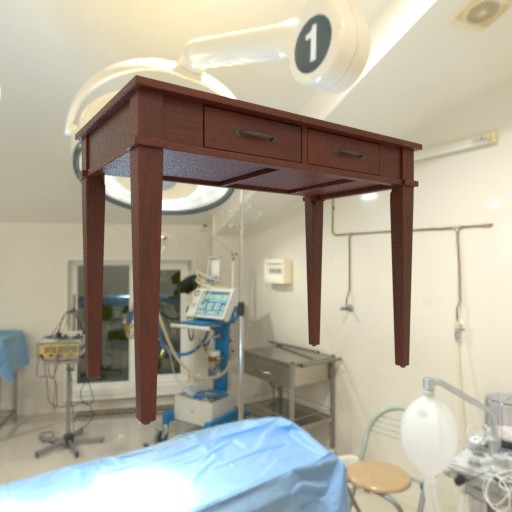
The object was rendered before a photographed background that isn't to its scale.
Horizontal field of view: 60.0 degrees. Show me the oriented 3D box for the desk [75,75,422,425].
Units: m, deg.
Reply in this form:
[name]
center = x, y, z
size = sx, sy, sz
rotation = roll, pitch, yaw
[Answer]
[desk]
center = 0.000, 0.000, 1.447
size = 1.001, 0.762, 0.549
rotation = 0, 0, -35
